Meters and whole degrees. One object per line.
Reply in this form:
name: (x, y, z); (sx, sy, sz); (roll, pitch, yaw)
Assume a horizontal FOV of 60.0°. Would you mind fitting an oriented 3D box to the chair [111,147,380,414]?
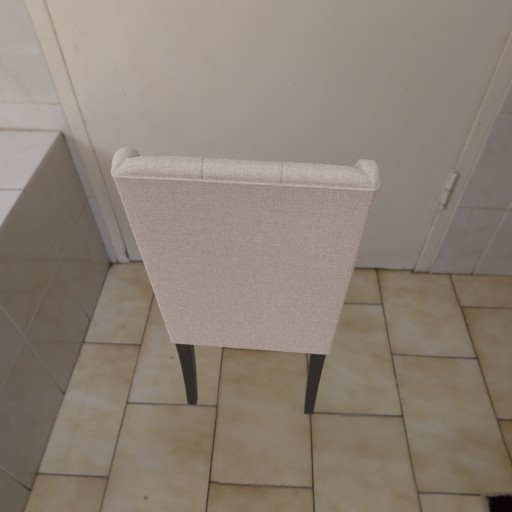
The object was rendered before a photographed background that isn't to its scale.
chair: (0.000, 0.000, 1.212); (0.474, 0.961, 0.523); (4, 48, 3)
